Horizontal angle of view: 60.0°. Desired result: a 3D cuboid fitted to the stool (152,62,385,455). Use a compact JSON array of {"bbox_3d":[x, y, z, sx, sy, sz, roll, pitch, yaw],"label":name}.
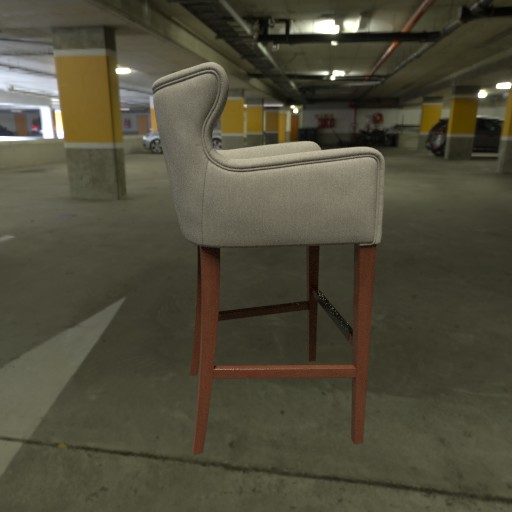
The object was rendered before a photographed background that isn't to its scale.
[{"bbox_3d":[0.000,0.000,1.389,0.575,1.047,0.575,-3,16,-9],"label":"stool"}]
